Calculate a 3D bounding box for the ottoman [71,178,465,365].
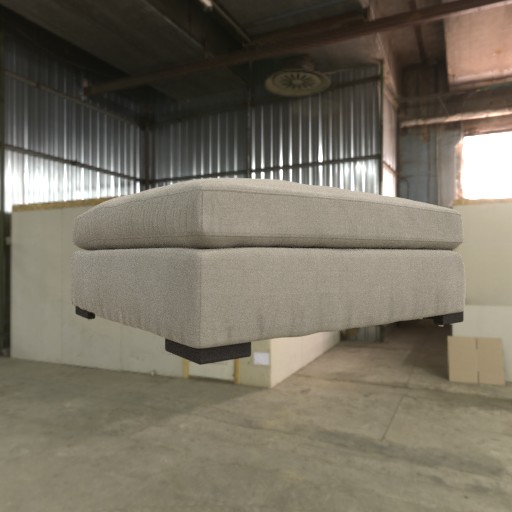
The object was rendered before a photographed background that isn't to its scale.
[{"bbox_3d":[0.000,0.000,1.808,1.203,0.517,1.171,0,0,-36],"label":"ottoman"}]
